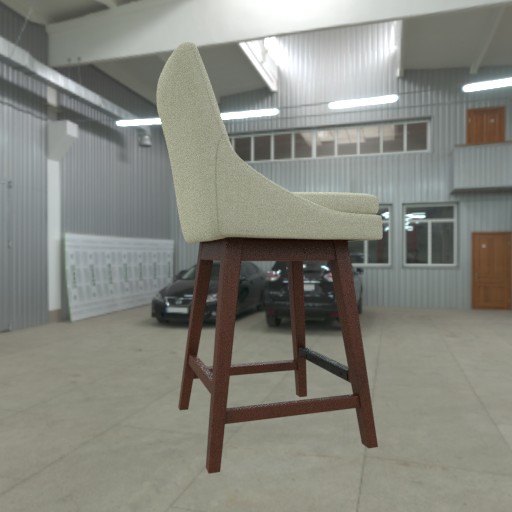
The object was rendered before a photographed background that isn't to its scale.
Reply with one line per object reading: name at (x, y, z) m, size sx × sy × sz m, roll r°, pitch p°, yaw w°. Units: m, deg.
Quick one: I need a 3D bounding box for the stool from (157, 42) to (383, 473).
stool at (0.000, 0.000, 1.288) m, size 0.559 × 0.991 × 0.469 m, roll 0°, pitch 0°, yaw -18°
